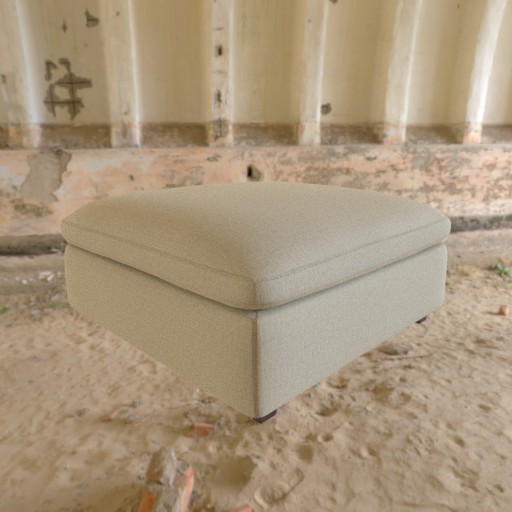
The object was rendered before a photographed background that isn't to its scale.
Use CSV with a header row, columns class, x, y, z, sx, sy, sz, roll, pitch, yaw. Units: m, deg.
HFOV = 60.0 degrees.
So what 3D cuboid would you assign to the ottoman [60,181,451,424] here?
class,x,y,z,sx,sy,sz,roll,pitch,yaw
ottoman,0.000,0.000,1.529,0.996,0.467,0.977,-15,21,-43
